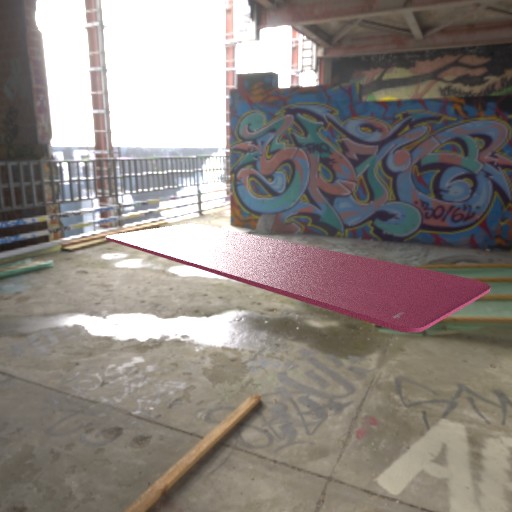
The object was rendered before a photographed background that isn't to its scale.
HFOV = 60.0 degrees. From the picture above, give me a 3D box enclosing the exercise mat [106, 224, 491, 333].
[{"bbox_3d":[0.000,0.000,2.072,0.616,0.021,1.884,-13,19,-43],"label":"exercise mat"}]
